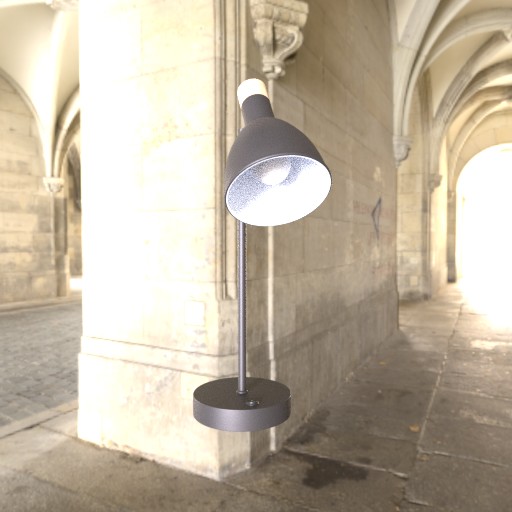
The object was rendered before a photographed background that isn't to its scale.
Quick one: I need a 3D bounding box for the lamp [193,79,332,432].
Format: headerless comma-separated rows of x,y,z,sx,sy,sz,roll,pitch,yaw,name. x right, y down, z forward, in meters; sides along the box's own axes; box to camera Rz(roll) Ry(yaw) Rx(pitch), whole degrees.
0.000,0.000,0.613,0.152,0.483,0.287,-1,2,-18,lamp
